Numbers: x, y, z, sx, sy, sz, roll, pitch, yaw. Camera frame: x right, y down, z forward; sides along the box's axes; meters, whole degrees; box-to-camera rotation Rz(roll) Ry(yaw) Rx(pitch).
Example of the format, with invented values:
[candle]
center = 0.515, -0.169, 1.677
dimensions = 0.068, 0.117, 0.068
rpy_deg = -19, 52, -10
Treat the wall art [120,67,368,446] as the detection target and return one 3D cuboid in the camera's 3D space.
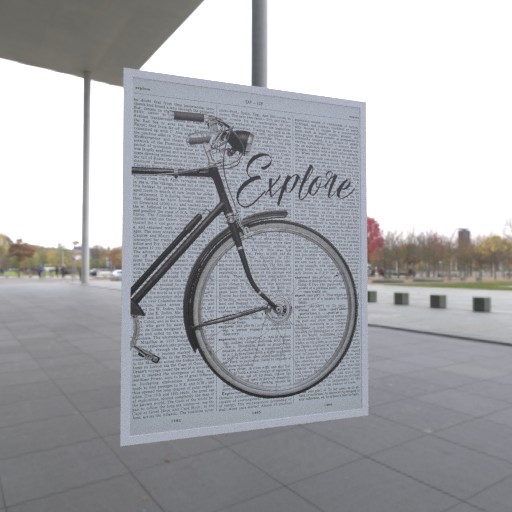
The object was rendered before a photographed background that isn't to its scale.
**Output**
[wall art]
center = 0.000, 0.000, 0.789
dimensions = 0.457, 0.610, 0.003
rpy_deg = 1, -2, -19
